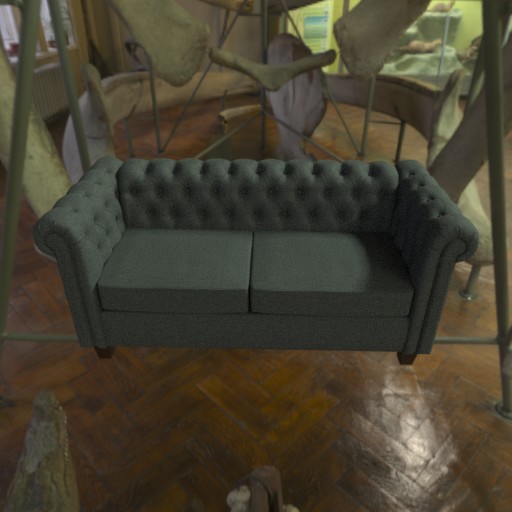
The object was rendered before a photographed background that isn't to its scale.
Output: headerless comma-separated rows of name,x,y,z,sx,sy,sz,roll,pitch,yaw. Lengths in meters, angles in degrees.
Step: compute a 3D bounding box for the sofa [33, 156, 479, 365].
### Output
sofa,0.000,0.000,2.241,1.798,0.797,0.783,1,31,1
